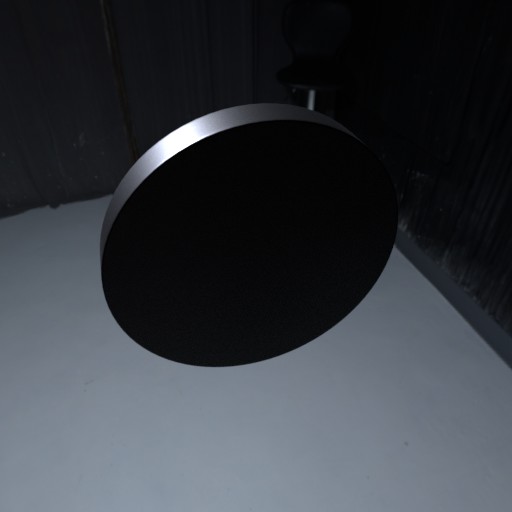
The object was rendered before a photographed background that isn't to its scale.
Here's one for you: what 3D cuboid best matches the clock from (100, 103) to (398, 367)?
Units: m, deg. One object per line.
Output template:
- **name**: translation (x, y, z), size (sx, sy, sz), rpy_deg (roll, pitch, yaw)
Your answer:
- **clock**: translation (0.000, 0.000, 0.473), size (0.314, 0.314, 0.040), rpy_deg (-11, 41, -13)
